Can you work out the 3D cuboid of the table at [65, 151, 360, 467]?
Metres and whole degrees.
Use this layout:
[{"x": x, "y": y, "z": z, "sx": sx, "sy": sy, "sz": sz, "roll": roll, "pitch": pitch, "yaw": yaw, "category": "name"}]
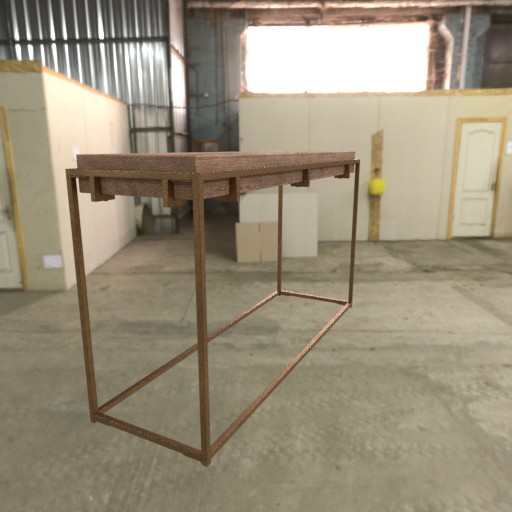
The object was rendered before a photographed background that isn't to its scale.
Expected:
[{"x": 0.000, "y": 0.000, "z": 1.800, "sx": 0.440, "sy": 0.820, "sz": 1.400, "roll": 7, "pitch": 15, "yaw": 27, "category": "table"}]
